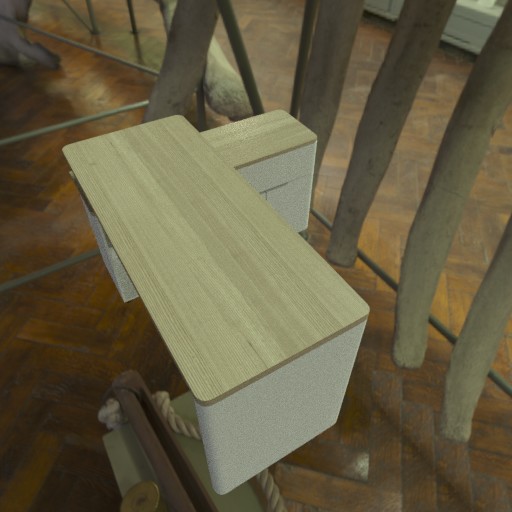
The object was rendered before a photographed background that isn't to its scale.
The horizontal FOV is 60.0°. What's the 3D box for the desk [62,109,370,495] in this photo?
[{"bbox_3d":[0.000,0.000,2.022,1.175,0.770,1.400,-23,50,-21],"label":"desk"}]
